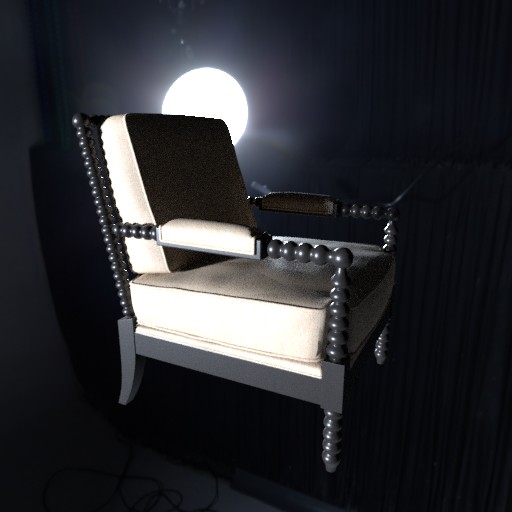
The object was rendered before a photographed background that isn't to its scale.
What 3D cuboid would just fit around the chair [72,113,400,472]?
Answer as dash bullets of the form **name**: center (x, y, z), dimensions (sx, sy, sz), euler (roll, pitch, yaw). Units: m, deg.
- **chair**: center (0.000, 0.000, 1.140), dimensions (0.657, 0.703, 0.555), euler (8, 17, 26)
